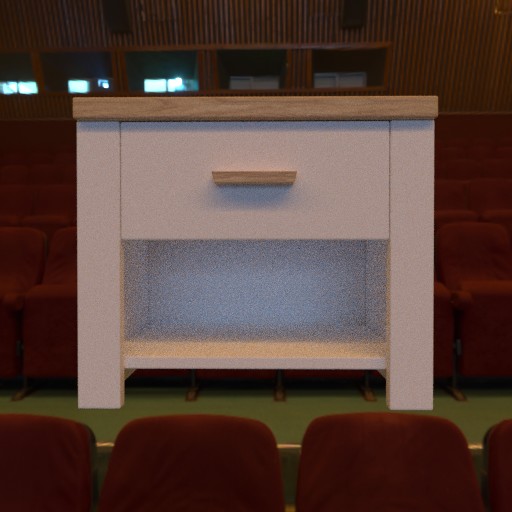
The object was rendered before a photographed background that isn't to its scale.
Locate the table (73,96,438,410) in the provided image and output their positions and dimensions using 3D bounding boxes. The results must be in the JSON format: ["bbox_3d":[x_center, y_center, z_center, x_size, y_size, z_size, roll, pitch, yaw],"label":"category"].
[{"bbox_3d":[0.000,0.000,0.774,0.500,0.440,0.360,0,1,1],"label":"table"}]
